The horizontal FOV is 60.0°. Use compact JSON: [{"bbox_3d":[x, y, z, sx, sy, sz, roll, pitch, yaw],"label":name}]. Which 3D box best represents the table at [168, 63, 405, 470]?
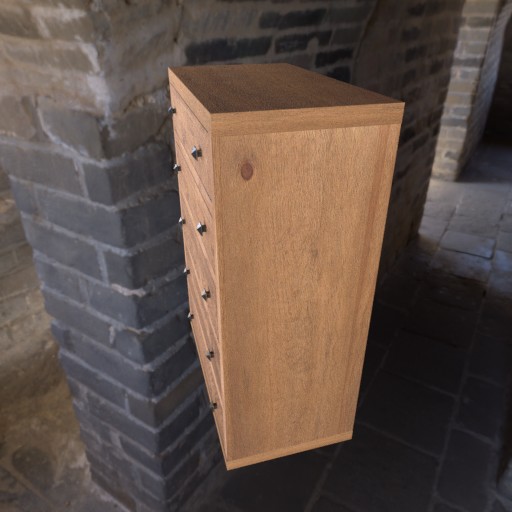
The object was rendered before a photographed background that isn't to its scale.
[{"bbox_3d":[0.000,0.000,1.745,0.524,1.294,0.901,-8,30,-14],"label":"table"}]
